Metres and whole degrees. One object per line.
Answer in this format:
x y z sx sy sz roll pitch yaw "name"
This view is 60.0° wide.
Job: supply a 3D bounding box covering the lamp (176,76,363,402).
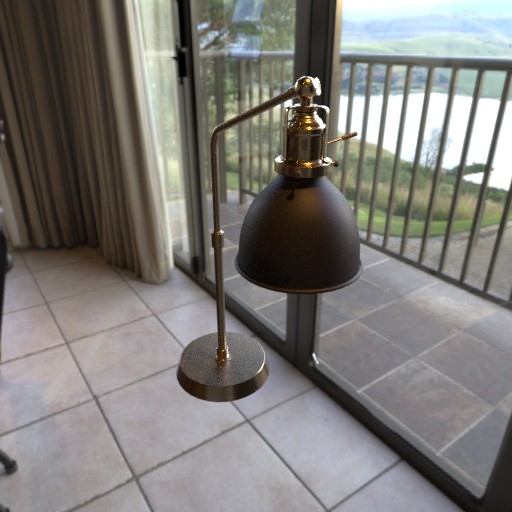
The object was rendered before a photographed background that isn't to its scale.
0.000 0.000 0.598 0.291 0.456 0.160 18 31 32 "lamp"
